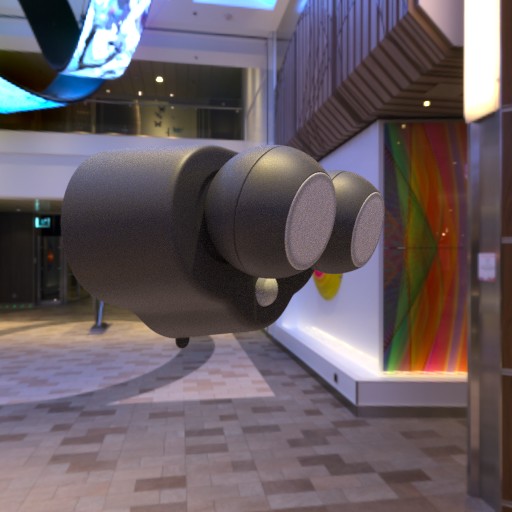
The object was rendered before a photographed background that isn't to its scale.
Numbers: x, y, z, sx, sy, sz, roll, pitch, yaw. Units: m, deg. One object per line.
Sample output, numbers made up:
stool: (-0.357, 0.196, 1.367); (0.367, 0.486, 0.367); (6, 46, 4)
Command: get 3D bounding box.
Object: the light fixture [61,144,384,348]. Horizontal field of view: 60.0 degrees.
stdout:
light fixture: (0.000, 0.000, 0.340); (0.159, 0.159, 0.229); (0, 0, 34)
